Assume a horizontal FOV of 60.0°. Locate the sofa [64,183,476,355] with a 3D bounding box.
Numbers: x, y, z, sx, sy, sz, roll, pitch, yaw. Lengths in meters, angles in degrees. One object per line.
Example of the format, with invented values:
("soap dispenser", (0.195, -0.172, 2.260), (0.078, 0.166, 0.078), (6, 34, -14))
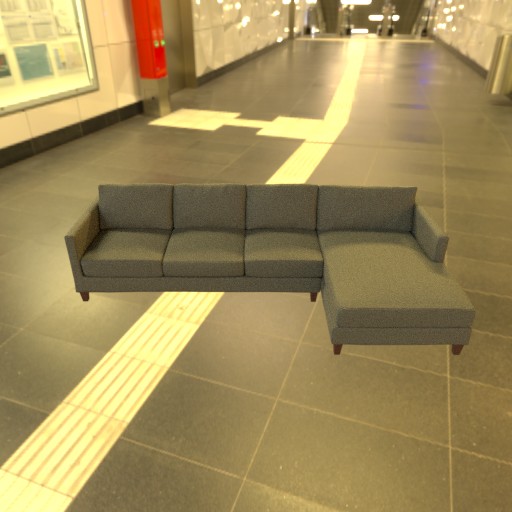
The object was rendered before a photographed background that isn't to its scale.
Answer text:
("sofa", (0.000, 0.000, 3.849), (3.186, 0.861, 1.625), (0, 30, 0))
